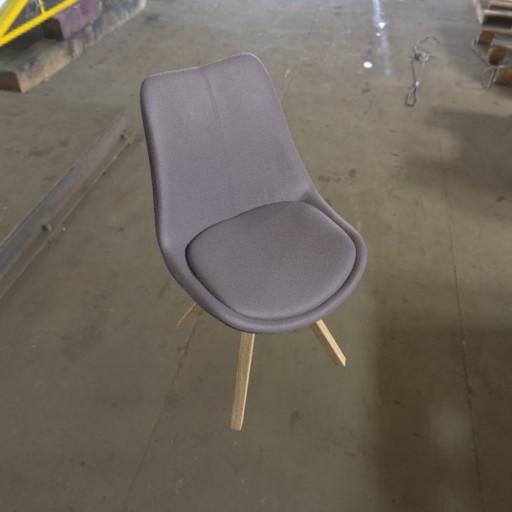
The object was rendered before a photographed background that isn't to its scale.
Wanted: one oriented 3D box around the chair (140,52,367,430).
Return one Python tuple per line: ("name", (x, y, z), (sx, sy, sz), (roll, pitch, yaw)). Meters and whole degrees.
("chair", (0.000, 0.000, 1.208), (0.483, 0.865, 0.547), (-24, 50, -22))
